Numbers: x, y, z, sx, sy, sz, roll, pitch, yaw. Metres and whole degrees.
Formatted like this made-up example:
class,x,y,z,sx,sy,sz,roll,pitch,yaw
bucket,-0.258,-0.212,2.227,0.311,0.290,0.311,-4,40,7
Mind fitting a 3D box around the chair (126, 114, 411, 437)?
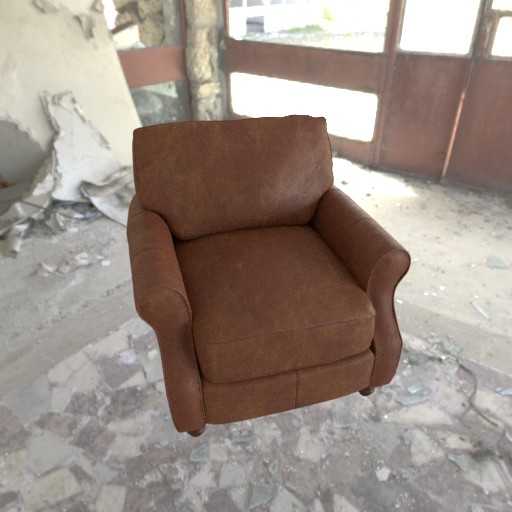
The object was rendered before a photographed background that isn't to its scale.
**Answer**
class,x,y,z,sx,sy,sz,roll,pitch,yaw
chair,0.000,0.000,1.799,0.983,0.962,0.986,-8,32,-13
